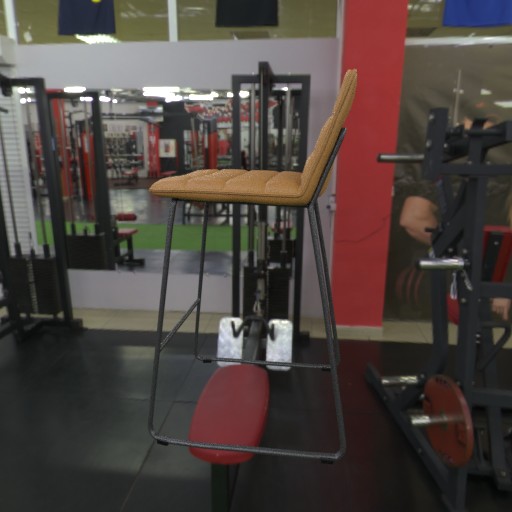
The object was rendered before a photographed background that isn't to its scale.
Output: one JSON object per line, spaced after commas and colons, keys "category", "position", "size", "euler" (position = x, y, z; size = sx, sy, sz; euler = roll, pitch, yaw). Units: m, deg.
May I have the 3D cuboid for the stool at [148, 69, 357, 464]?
{"category": "stool", "position": [0.000, 0.000, 1.257], "size": [0.524, 0.936, 0.489], "euler": [2, 15, 8]}
